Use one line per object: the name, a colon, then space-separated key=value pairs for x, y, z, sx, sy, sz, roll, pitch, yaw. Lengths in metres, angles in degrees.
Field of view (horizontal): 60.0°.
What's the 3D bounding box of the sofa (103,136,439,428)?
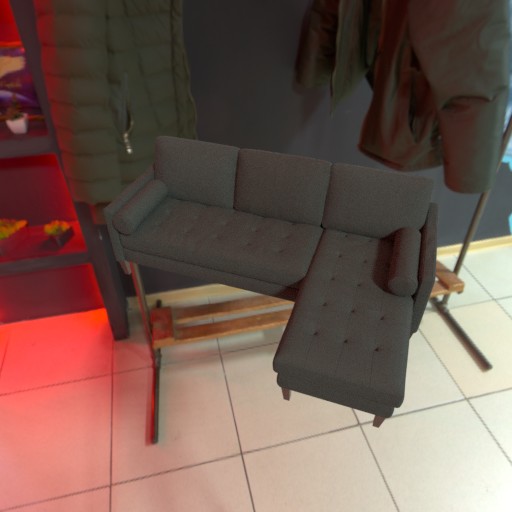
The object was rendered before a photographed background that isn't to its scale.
sofa: x=0.000 y=0.000 z=2.899 sx=2.178 sy=0.876 sz=1.506 roll=12 pitch=41 yaw=14
